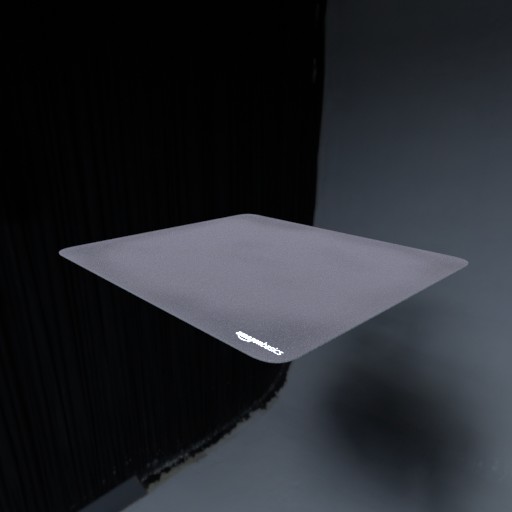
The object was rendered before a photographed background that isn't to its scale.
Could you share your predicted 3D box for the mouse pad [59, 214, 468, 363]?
[{"bbox_3d":[0.000,0.000,0.628,0.393,0.002,0.451,-16,23,-42],"label":"mouse pad"}]
